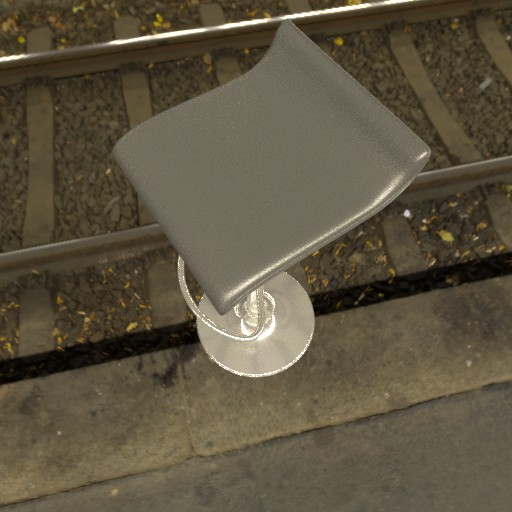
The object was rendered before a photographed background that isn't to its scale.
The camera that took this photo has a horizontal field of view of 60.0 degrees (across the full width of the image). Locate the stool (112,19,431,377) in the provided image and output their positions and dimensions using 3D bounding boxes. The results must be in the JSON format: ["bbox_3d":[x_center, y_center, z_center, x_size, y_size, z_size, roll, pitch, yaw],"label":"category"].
[{"bbox_3d":[0.000,0.000,1.046,0.381,0.851,0.381,-31,67,-15],"label":"stool"}]
